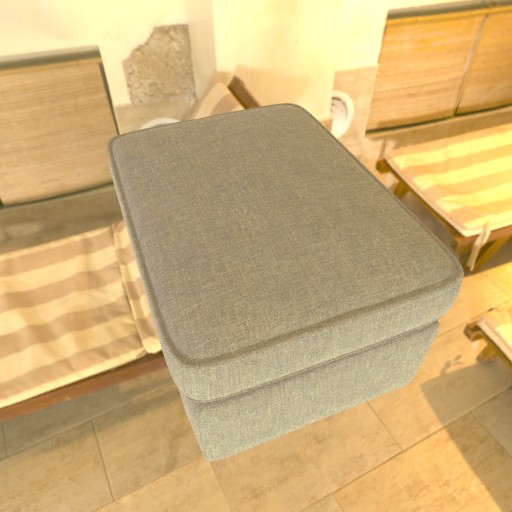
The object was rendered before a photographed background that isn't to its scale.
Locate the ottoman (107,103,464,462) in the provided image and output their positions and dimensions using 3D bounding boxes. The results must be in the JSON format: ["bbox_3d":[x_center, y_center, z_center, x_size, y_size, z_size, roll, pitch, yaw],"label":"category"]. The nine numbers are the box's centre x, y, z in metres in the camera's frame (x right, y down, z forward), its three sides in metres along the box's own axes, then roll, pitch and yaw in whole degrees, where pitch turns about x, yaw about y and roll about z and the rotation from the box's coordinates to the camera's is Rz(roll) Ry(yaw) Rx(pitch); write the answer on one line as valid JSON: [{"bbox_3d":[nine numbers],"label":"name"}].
[{"bbox_3d":[0.000,0.000,1.090,0.559,0.457,0.762,-16,47,-15],"label":"ottoman"}]
